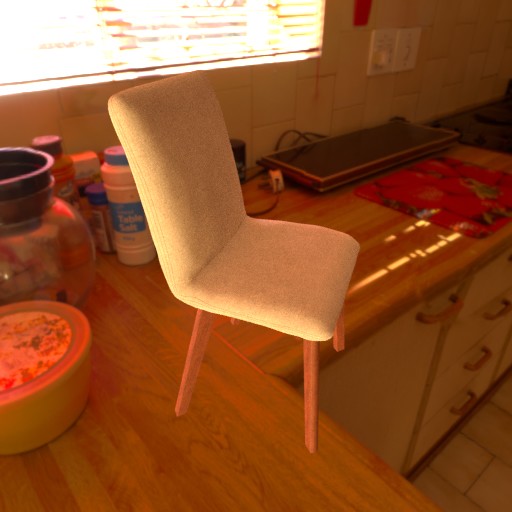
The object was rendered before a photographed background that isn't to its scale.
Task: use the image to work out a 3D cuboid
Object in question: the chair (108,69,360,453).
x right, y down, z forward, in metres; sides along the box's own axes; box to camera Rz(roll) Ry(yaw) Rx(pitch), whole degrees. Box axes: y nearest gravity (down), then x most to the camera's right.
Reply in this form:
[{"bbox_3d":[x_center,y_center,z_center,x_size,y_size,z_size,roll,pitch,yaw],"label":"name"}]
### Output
[{"bbox_3d":[0.000,0.000,1.321,0.563,0.974,0.522,10,33,17],"label":"chair"}]
